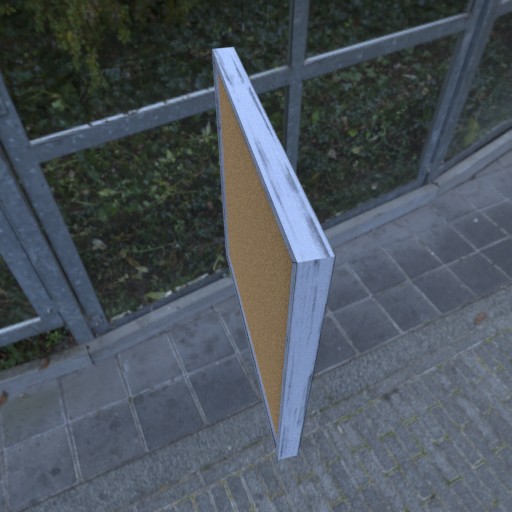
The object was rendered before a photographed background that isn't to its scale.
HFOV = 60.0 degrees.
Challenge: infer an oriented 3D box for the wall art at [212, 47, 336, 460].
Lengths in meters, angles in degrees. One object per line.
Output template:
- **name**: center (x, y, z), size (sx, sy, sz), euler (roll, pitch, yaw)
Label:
- **wall art**: center (0.000, 0.000, 0.764), size (0.038, 0.506, 0.506), euler (-9, 47, -9)
